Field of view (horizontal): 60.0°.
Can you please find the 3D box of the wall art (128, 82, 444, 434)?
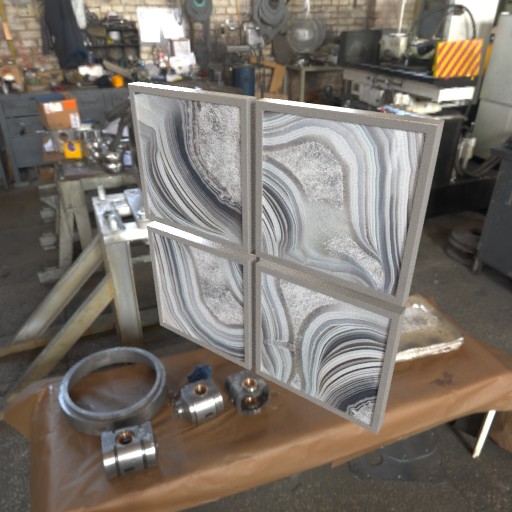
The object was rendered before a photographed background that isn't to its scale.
[{"bbox_3d":[0.000,0.000,0.900,0.611,0.611,0.029,19,35,30],"label":"wall art"}]
